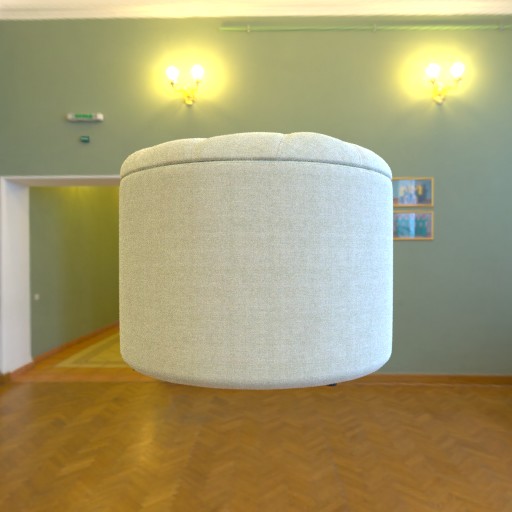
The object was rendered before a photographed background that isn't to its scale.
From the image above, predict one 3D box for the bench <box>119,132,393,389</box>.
[{"bbox_3d":[0.000,0.000,1.017,0.600,0.453,0.600,0,0,0],"label":"bench"}]
